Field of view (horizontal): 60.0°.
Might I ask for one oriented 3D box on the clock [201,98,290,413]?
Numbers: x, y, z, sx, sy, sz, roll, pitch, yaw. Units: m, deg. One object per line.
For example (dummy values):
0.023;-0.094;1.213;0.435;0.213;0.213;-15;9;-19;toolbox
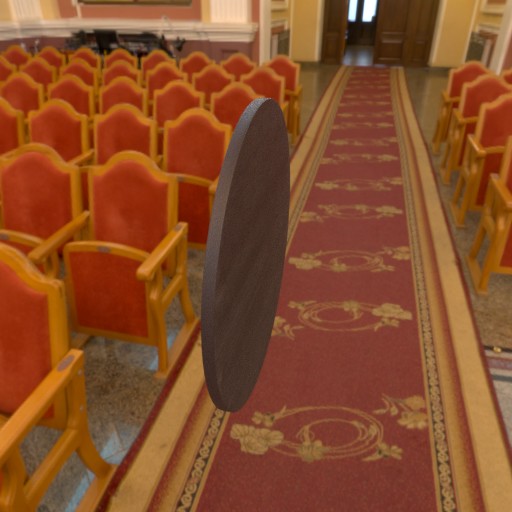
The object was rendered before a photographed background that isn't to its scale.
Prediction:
0.000;0.000;0.885;0.029;0.595;0.595;7;30;12;clock
